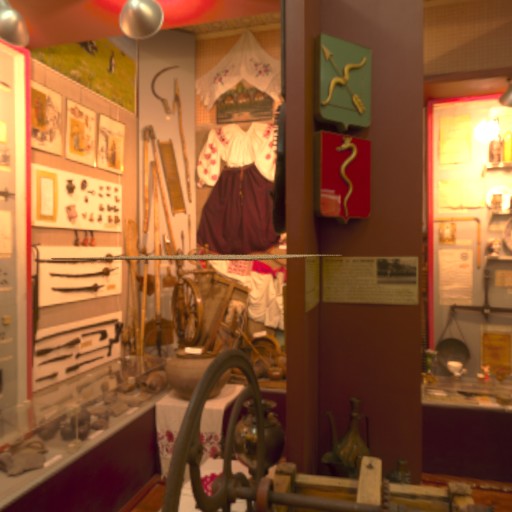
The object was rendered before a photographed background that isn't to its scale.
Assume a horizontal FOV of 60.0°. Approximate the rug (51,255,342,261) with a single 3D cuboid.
[{"bbox_3d":[0.000,0.000,2.466,0.697,0.013,2.335,0,0,17],"label":"rug"}]
